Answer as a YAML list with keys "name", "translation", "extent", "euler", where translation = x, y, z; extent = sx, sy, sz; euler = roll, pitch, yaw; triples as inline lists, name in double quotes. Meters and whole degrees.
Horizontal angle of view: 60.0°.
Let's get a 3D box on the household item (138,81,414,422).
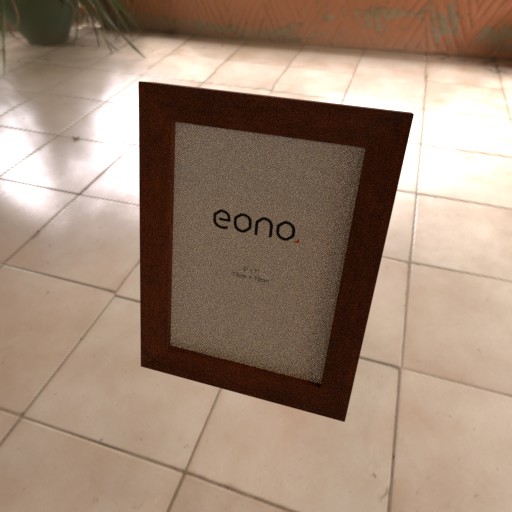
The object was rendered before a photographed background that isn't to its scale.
- name: "household item"
  translation: [0.000, 0.000, 0.301]
  extent: [0.160, 0.204, 0.096]
  euler: [11, 43, 13]
